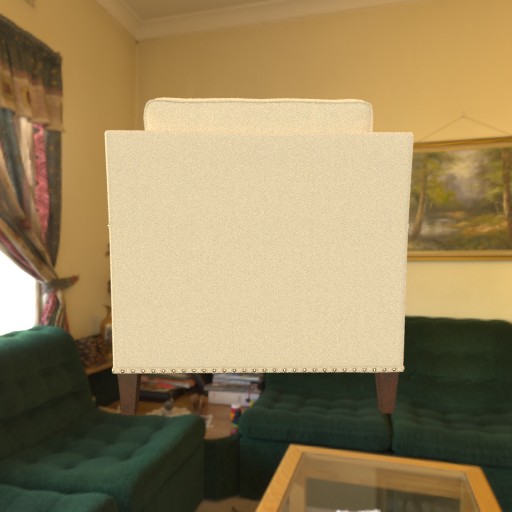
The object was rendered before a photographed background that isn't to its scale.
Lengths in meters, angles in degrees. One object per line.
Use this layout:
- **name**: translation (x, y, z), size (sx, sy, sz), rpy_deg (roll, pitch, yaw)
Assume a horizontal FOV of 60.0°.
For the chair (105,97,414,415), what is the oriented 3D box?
- **chair**: translation (0.000, 0.000, 1.697), size (0.853, 0.943, 1.014), rpy_deg (0, -1, -1)
